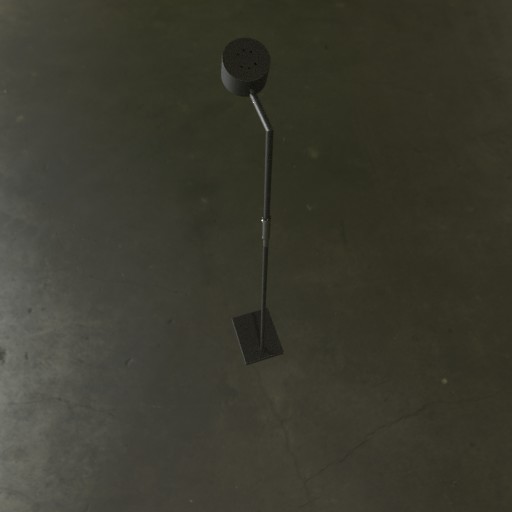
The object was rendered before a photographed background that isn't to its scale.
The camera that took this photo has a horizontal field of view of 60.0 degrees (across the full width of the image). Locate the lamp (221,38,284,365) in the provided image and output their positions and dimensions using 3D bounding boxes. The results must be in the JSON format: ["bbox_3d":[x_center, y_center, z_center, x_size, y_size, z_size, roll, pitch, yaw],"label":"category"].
[{"bbox_3d":[0.000,0.000,1.678,0.203,1.600,0.304,-15,60,-9],"label":"lamp"}]
